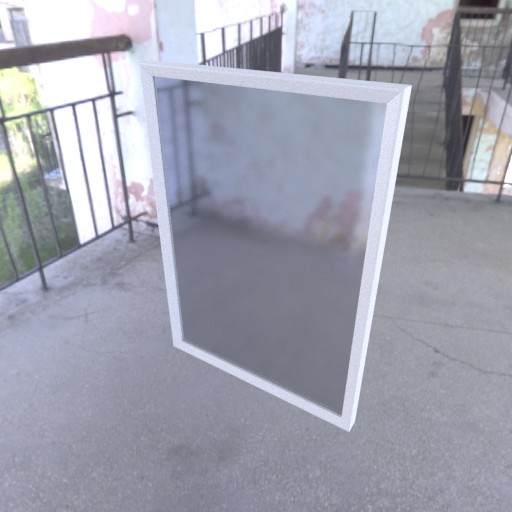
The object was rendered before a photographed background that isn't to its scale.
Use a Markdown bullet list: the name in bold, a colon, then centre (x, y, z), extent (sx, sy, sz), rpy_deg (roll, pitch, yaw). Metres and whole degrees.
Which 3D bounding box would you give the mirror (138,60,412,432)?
- **mirror**: centre (0.000, 0.000, 0.916), extent (0.507, 0.710, 0.039), rpy_deg (18, 35, 28)
